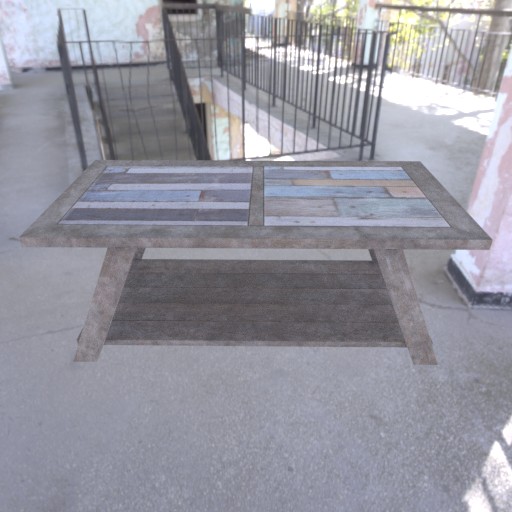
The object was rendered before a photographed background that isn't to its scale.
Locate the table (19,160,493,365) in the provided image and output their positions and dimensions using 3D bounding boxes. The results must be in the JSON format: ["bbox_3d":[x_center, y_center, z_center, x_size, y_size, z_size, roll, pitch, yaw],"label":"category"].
[{"bbox_3d":[0.000,0.000,1.521,1.219,0.470,0.610,0,31,1],"label":"table"}]
